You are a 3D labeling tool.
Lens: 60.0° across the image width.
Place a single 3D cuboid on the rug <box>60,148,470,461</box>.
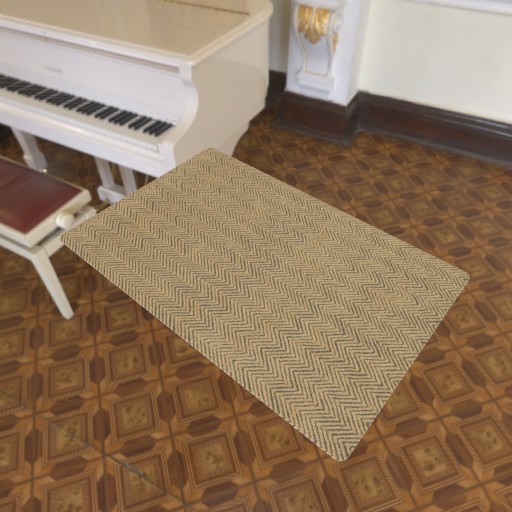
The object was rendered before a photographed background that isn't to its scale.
[{"bbox_3d":[0.000,0.000,2.221,1.752,0.008,1.144,31,53,27],"label":"rug"}]
